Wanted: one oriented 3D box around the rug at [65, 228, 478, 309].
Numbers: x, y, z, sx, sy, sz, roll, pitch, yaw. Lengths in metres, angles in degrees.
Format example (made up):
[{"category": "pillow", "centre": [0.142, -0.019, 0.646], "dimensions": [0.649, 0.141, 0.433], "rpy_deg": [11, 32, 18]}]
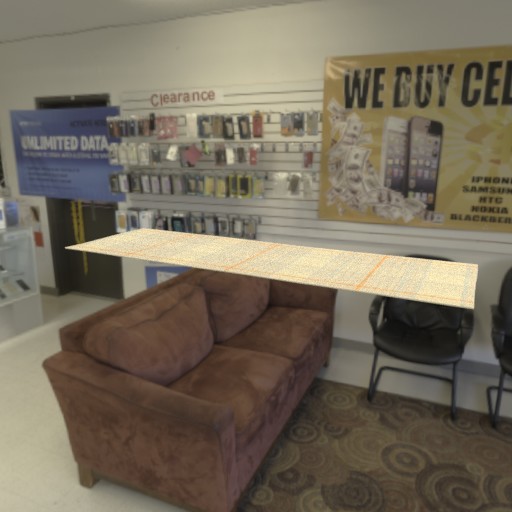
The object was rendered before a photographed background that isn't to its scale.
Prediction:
[{"category": "rug", "centre": [0.000, 0.000, 2.722], "dimensions": [2.442, 0.016, 0.770], "rpy_deg": [7, 16, 26]}]
